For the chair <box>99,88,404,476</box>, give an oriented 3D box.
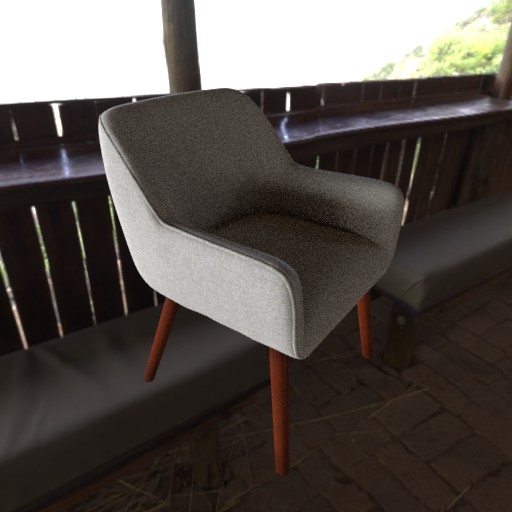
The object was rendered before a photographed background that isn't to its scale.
[{"bbox_3d":[0.000,0.000,1.243,0.610,0.813,0.610,19,34,31],"label":"chair"}]
